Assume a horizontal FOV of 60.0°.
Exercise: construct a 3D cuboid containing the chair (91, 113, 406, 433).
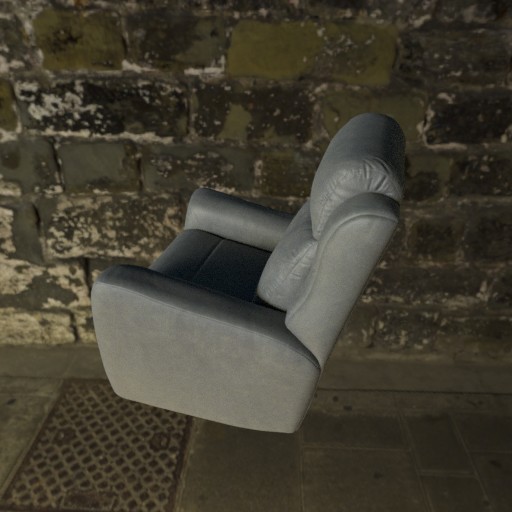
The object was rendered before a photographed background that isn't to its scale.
[{"bbox_3d":[0.000,0.000,1.875,1.068,1.116,0.965,9,32,15],"label":"chair"}]
